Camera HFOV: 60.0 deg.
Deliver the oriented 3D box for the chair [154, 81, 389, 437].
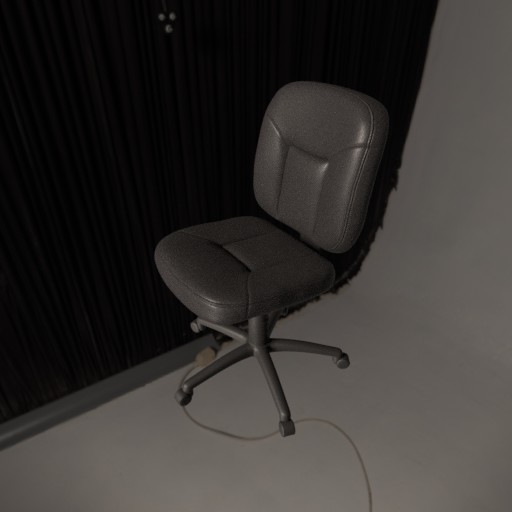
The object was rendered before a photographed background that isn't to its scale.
[{"bbox_3d":[0.000,0.000,1.396,0.646,0.959,0.647,-20,37,-29],"label":"chair"}]
